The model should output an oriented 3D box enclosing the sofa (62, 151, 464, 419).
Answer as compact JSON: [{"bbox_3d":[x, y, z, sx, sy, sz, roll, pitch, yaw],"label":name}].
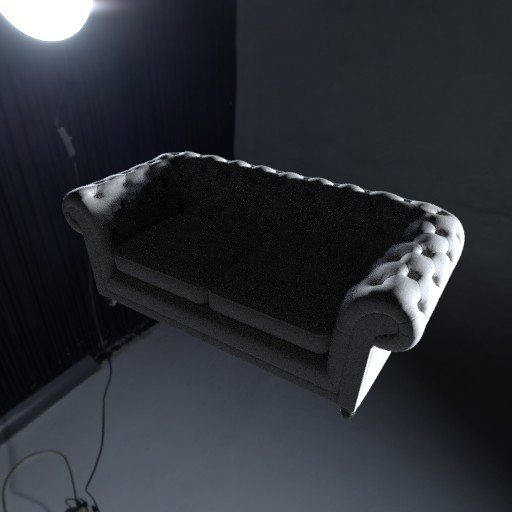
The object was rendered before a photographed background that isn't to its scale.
[{"bbox_3d":[0.000,0.000,2.491,1.998,0.764,0.986,18,35,28],"label":"sofa"}]
